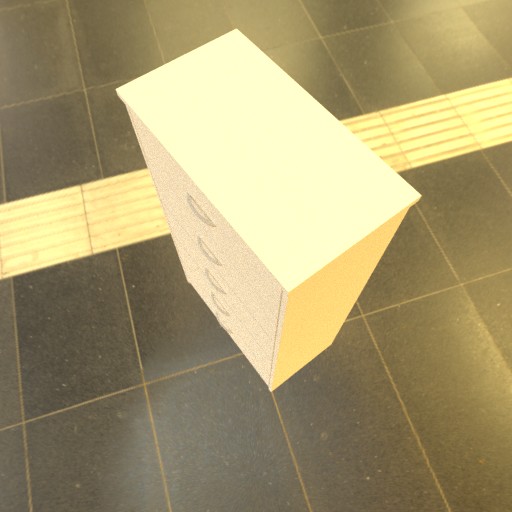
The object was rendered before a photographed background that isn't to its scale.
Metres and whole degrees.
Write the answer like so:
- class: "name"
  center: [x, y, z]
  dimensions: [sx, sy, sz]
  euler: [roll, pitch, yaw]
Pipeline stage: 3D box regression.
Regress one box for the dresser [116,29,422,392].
- class: "dresser"
  center: [0.000, 0.000, 1.627]
  dimensions: [0.399, 1.255, 0.704]
  euler: [-34, 68, -16]
